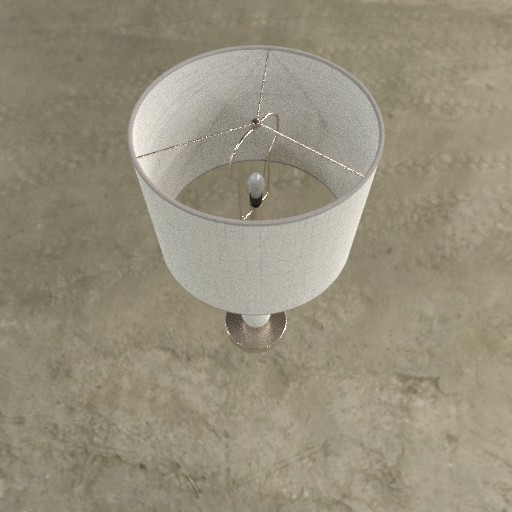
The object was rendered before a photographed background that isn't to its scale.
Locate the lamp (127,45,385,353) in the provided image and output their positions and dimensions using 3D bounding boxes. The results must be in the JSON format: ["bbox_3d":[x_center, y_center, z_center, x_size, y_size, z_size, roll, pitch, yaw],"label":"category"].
[{"bbox_3d":[0.000,0.000,0.722,0.280,0.559,0.282,32,63,18],"label":"lamp"}]
